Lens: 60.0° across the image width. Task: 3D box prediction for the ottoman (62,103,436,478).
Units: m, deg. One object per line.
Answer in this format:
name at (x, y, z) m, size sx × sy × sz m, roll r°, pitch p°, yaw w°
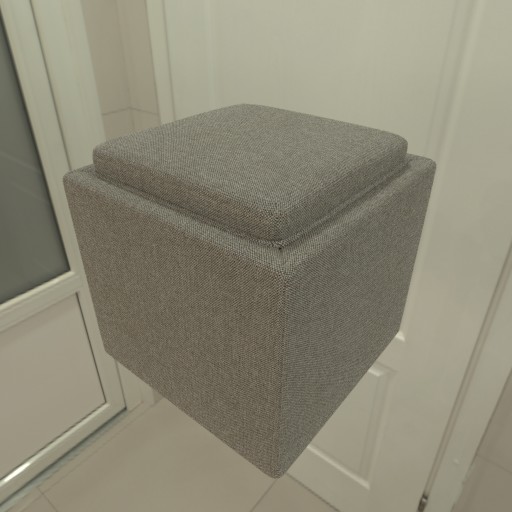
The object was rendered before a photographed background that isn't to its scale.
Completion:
ottoman at (0.000, 0.000, 0.821) m, size 0.450 × 0.460 × 0.450 m, roll 24°, pitch 39°, yaw 32°
